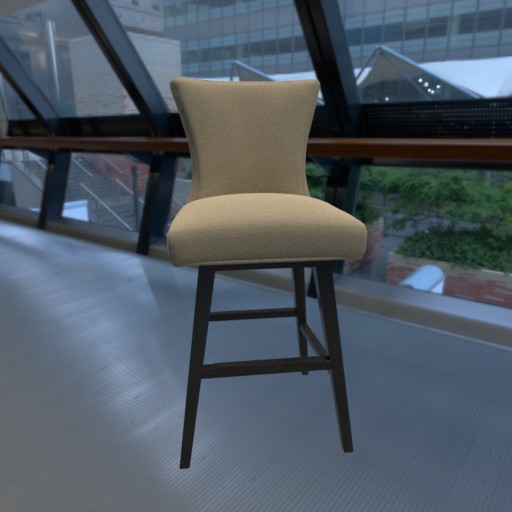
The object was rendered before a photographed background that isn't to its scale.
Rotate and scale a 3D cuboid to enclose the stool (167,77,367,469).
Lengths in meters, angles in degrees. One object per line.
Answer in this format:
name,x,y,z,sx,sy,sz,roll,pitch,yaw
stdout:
stool,0.000,0.000,1.402,0.514,1.086,0.574,-2,17,-7
